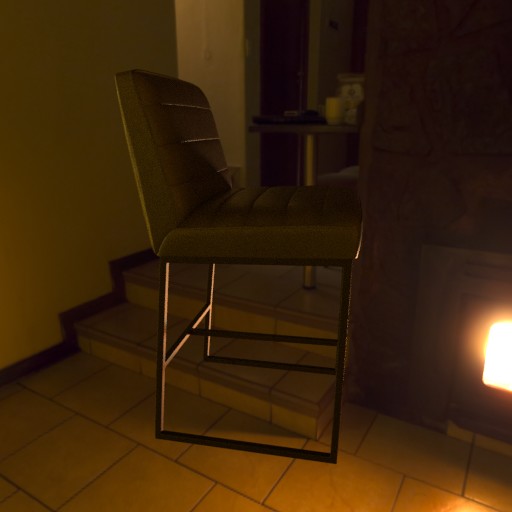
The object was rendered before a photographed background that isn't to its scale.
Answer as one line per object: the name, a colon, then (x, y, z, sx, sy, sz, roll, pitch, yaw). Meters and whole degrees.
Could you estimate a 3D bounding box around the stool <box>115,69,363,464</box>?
stool: (0.000, 0.000, 1.235, 0.552, 0.938, 0.457, 3, 17, 11)
